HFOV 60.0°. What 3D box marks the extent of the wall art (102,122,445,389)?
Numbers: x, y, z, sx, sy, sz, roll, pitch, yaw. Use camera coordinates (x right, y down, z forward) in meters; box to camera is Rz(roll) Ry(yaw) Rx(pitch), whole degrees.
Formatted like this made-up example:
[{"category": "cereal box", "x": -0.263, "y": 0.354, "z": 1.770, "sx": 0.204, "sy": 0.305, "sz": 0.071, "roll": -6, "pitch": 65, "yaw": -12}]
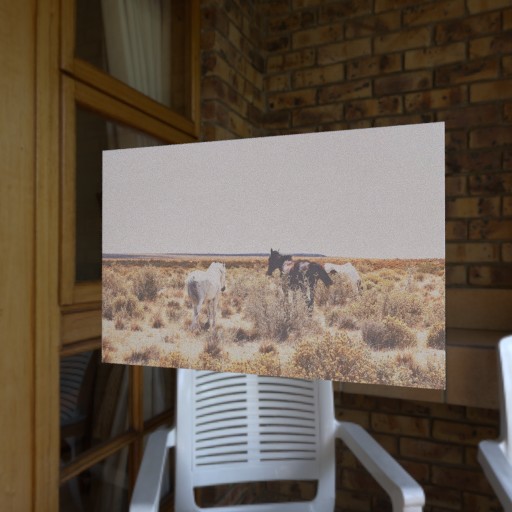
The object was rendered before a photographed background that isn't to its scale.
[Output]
[{"category": "wall art", "x": 0.000, "y": 0.000, "z": 1.166, "sx": 0.914, "sy": 0.610, "sz": 0.050, "roll": 0, "pitch": -1, "yaw": 17}]
